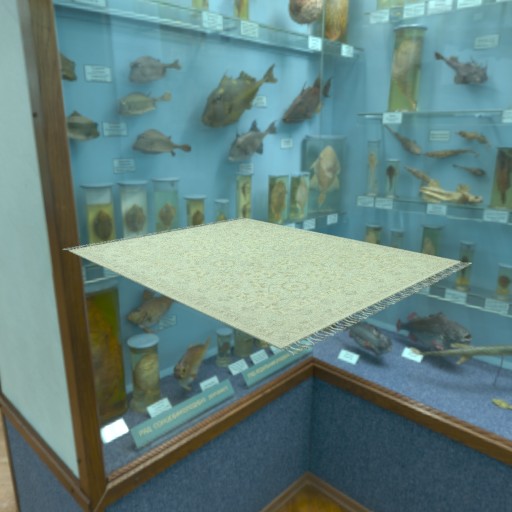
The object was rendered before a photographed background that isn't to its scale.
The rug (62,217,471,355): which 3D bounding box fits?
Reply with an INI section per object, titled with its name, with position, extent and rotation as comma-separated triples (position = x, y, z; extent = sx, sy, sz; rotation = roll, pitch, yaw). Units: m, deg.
[rug]
position = 0.000, 0.000, 4.179
extent = 2.444, 0.013, 3.043
rotation = -15, 22, -42
